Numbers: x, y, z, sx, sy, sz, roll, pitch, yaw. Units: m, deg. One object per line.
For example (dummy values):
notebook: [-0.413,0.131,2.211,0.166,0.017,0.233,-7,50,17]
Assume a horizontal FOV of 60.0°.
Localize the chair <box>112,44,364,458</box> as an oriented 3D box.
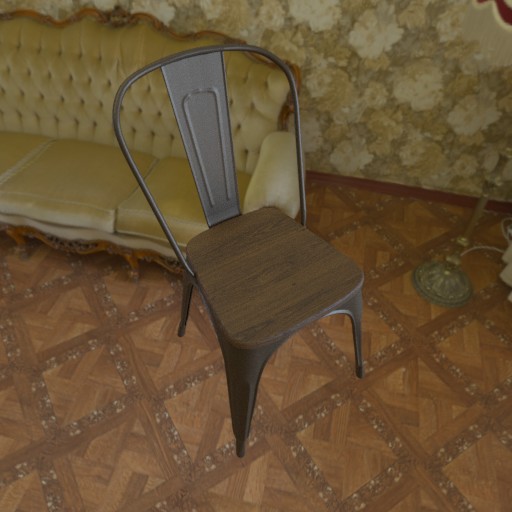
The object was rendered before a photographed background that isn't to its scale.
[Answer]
chair: [0.000,0.000,1.115,0.451,0.844,0.532,-25,51,-22]
